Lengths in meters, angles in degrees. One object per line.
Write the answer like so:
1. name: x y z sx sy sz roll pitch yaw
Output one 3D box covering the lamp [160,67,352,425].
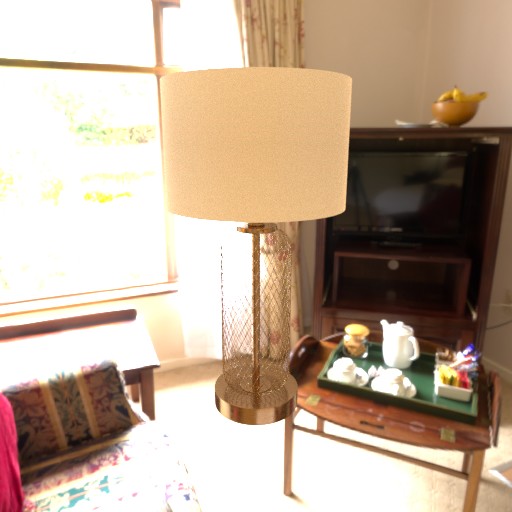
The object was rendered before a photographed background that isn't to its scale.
1. lamp: 0.000 0.000 0.655 0.252 0.483 0.252 8 17 27
